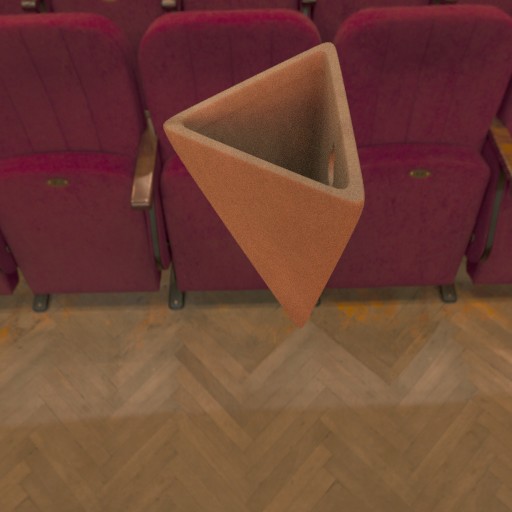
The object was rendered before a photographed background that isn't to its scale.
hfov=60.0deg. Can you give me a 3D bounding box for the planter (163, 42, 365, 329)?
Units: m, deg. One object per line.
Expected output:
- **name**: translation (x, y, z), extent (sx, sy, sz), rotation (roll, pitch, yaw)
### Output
- **planter**: translation (0.000, 0.000, 0.280), extent (0.081, 0.224, 0.101), rotation (-1, 57, -1)
